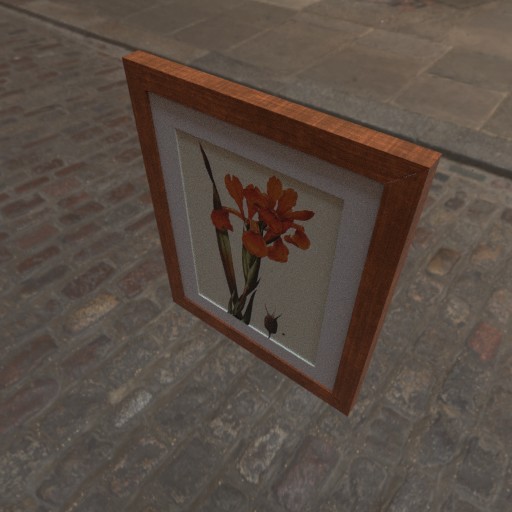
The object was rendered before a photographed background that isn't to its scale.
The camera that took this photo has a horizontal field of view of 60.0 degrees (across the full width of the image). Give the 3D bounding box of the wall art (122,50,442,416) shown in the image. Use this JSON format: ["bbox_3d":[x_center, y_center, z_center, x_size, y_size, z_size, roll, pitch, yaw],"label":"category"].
[{"bbox_3d":[0.000,0.000,0.759,0.467,0.567,0.033,28,52,25],"label":"wall art"}]
